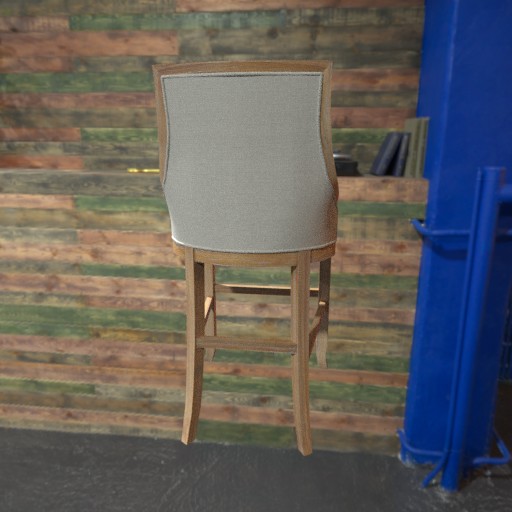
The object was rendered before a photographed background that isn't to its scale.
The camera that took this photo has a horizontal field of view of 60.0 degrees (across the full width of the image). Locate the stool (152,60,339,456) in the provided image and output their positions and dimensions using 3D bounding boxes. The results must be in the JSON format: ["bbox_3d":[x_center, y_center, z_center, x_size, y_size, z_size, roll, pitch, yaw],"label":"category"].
[{"bbox_3d":[0.000,0.000,1.460,0.524,1.101,0.626,2,15,8],"label":"stool"}]
